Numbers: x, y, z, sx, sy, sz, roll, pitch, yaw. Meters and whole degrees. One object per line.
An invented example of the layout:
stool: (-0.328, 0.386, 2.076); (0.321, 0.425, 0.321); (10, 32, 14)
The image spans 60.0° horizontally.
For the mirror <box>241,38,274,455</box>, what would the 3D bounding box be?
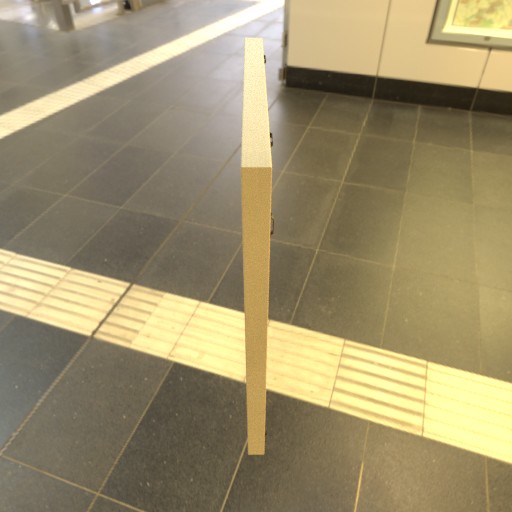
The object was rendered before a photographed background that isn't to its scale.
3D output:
mirror: (0.000, 0.000, 0.925); (0.040, 0.710, 0.507); (0, 41, 0)
